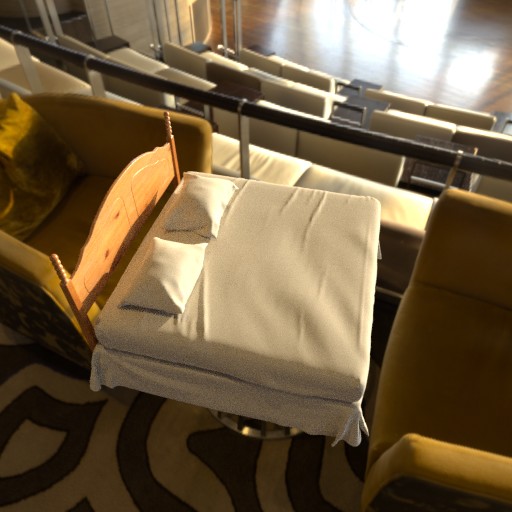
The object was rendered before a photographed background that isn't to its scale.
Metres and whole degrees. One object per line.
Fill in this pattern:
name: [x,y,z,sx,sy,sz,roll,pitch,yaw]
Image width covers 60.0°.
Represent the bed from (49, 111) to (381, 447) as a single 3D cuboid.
bed: [0.000,0.000,3.687,2.219,1.355,2.322,10,47,10]
